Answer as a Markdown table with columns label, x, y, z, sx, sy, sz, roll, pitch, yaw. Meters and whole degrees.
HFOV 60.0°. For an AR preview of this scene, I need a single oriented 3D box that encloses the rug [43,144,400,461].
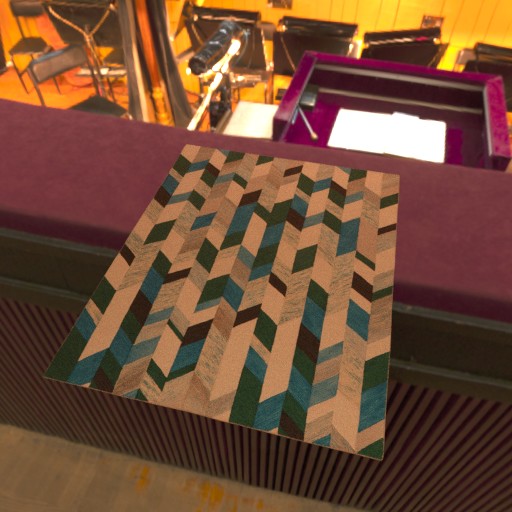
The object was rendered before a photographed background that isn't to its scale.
| label | x | y | z | sx | sy | sz | roll | pitch | yaw |
| --- | --- | --- | --- | --- | --- | --- | --- | --- | --- |
| rug | 0.000 | 0.000 | 3.990 | 2.440 | 0.008 | 3.036 | 10 | 49 | 9 |
